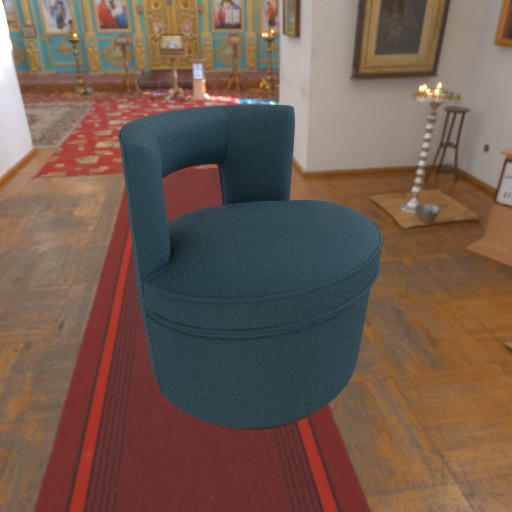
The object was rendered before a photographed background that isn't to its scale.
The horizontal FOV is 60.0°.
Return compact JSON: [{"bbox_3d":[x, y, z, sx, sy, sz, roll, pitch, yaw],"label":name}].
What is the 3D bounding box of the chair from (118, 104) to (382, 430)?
[{"bbox_3d":[0.000,0.000,1.220,0.660,0.711,0.684,18,32,31],"label":"chair"}]
